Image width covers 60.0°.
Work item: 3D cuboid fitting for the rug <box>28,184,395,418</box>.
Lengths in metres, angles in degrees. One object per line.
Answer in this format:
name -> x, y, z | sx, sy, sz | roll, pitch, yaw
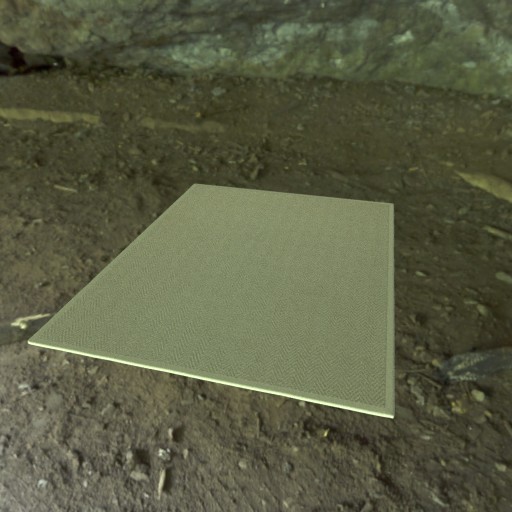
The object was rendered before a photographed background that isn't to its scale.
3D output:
rug -> 0.000, 0.000, 4.000 | 2.407, 0.020, 3.051 | 8, 31, 13
